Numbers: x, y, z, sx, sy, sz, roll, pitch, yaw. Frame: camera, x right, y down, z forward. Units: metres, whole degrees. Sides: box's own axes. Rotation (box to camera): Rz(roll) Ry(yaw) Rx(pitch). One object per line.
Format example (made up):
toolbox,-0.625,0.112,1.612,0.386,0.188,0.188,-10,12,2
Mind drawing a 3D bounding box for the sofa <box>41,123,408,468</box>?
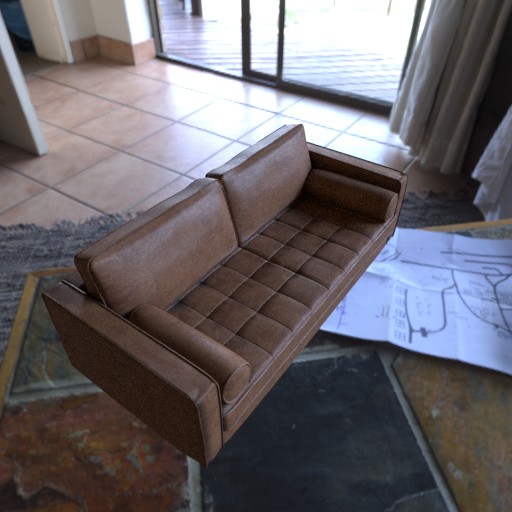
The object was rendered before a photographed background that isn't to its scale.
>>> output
sofa,0.000,0.000,2.390,0.924,0.825,1.920,25,46,27
